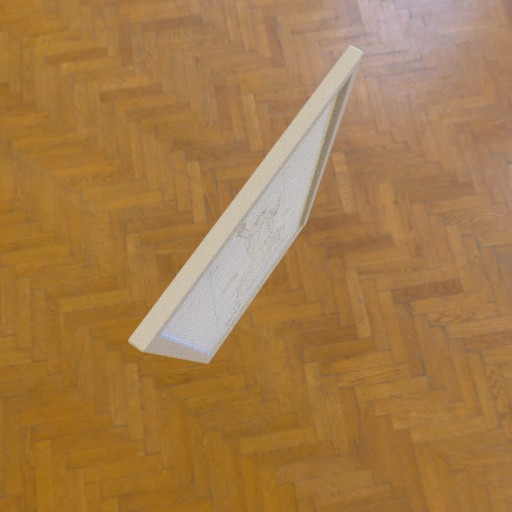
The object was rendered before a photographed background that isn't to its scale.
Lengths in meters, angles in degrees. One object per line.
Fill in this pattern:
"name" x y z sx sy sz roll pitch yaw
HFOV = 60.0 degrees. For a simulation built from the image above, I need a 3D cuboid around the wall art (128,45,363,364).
"wall art" 0.000 0.000 1.026 0.026 0.813 0.556 34 78 8
